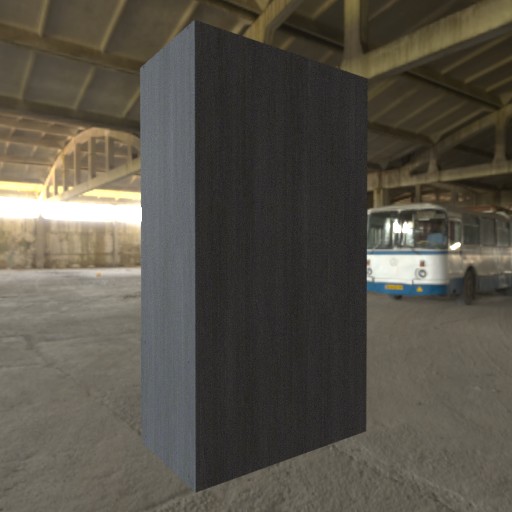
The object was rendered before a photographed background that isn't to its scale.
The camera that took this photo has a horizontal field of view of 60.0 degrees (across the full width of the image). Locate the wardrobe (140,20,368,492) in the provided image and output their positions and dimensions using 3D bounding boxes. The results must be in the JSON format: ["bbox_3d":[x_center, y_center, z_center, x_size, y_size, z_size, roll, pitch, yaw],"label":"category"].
[{"bbox_3d":[0.000,0.000,2.217,0.991,1.808,0.577,-1,1,-36],"label":"wardrobe"}]
